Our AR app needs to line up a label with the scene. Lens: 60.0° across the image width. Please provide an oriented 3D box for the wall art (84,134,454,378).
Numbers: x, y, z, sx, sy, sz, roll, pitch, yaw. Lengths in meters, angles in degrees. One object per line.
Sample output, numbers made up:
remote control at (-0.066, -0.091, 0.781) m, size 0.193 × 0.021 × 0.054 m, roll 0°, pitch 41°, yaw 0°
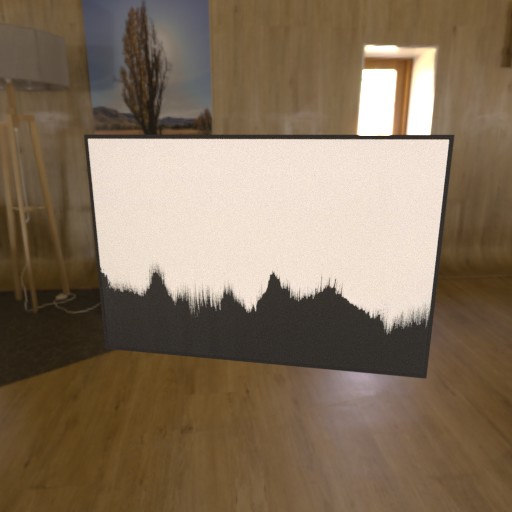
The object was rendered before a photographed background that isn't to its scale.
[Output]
wall art at (0.000, 0.000, 1.524) m, size 1.190 × 0.805 × 0.028 m, roll 3°, pitch 16°, yaw 10°
